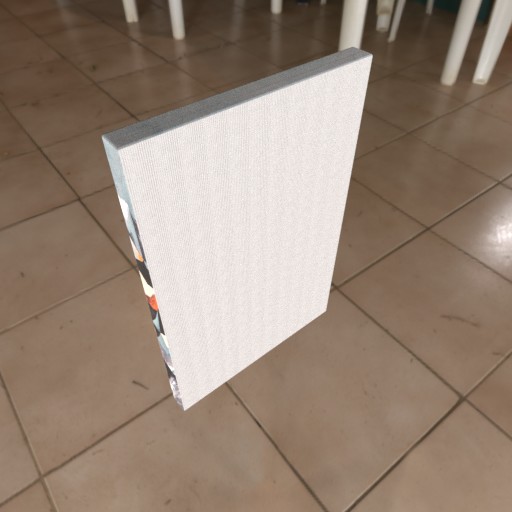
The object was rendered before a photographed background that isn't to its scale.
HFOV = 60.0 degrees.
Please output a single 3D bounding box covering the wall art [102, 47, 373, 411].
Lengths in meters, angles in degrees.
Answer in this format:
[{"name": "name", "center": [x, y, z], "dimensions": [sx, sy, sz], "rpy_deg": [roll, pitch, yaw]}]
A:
[{"name": "wall art", "center": [0.000, 0.000, 1.170], "dimensions": [0.609, 0.911, 0.061], "rpy_deg": [-30, 52, -26]}]
